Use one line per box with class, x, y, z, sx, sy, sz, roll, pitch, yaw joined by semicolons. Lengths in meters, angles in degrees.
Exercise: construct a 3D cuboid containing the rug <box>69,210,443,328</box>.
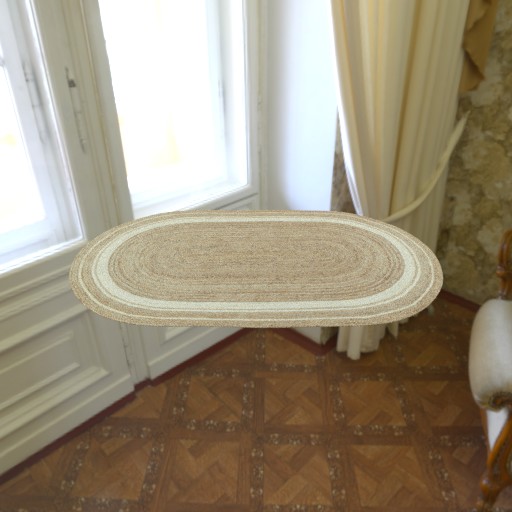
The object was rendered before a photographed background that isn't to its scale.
rug;0.000;0.000;3.003;2.432;0.006;1.520;0;30;0
